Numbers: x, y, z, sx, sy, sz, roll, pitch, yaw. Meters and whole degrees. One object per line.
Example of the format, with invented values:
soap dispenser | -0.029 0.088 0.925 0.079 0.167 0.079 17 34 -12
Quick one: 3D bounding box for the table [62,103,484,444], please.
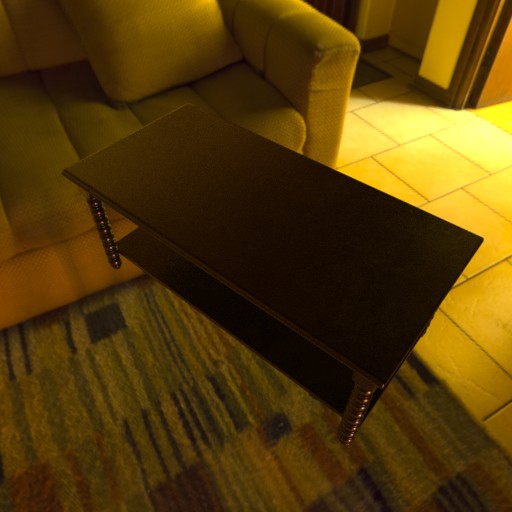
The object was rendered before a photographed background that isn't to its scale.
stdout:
table | 0.000 0.000 1.503 1.171 0.487 0.580 31 55 26
